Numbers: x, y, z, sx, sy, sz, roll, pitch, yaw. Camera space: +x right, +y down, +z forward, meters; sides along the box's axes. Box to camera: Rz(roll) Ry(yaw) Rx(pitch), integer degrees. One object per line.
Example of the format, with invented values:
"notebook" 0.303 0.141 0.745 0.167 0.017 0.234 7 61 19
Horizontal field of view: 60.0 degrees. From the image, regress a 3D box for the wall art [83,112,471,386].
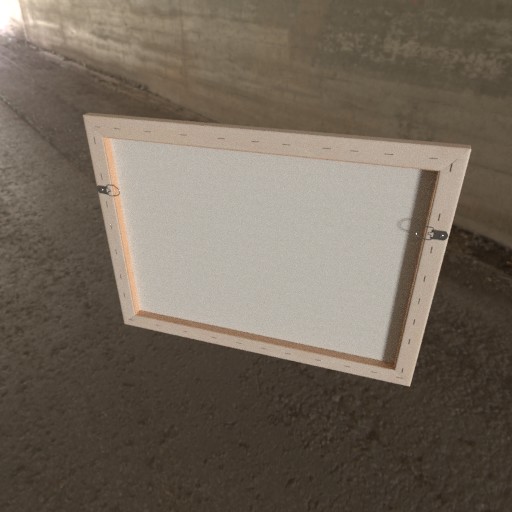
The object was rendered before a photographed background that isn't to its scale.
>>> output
"wall art" 0.000 0.000 1.593 1.219 0.912 0.042 9 33 15
